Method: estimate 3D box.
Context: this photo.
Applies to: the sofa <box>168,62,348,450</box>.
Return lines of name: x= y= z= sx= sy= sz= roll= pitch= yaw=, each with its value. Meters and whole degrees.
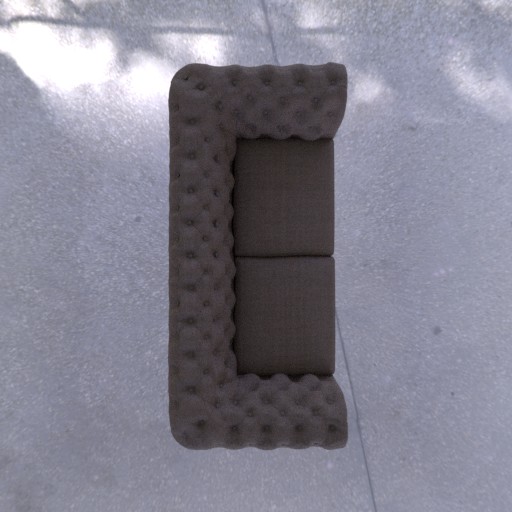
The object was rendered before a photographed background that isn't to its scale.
sofa: x=0.000 y=0.000 z=2.610 sx=0.944 sy=0.780 sz=2.048 roll=0 pitch=90 yaw=-1
